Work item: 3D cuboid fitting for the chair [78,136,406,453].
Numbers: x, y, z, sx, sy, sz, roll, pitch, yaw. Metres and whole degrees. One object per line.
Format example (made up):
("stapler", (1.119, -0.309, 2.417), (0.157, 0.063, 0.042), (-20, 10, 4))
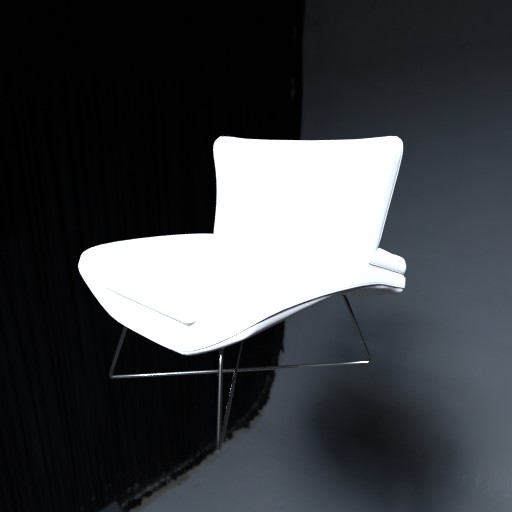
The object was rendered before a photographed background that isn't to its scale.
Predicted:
("chair", (0.000, 0.000, 1.642), (0.859, 0.855, 1.008), (14, 20, 42))
